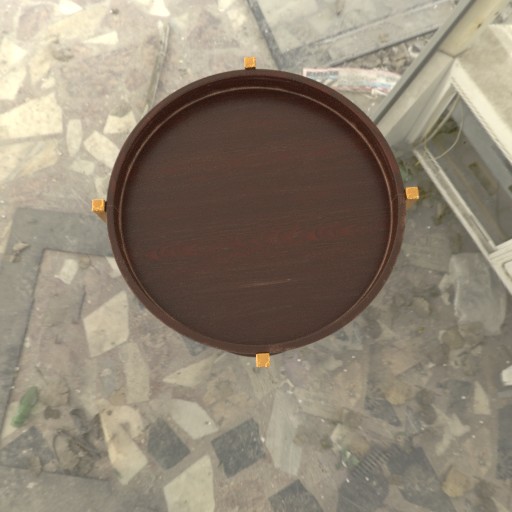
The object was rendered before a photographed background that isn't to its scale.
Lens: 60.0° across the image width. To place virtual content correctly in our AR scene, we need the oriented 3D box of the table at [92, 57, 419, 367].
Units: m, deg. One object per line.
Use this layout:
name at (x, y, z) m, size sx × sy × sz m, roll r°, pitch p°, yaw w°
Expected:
table at (0.000, 0.000, 0.839) m, size 0.400 × 0.610 × 0.400 m, roll -2°, pitch 77°, yaw -1°
